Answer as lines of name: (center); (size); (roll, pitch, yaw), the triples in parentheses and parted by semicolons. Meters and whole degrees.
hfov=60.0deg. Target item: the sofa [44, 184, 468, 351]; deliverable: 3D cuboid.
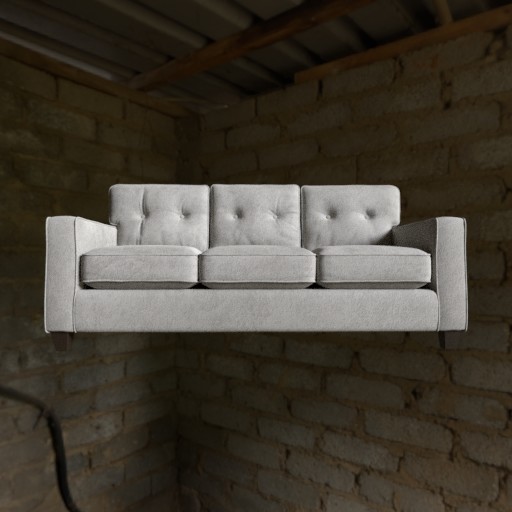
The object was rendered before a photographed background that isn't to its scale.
sofa: (0.000, 0.000, 2.647); (2.133, 0.965, 0.939); (0, -1, -1)
